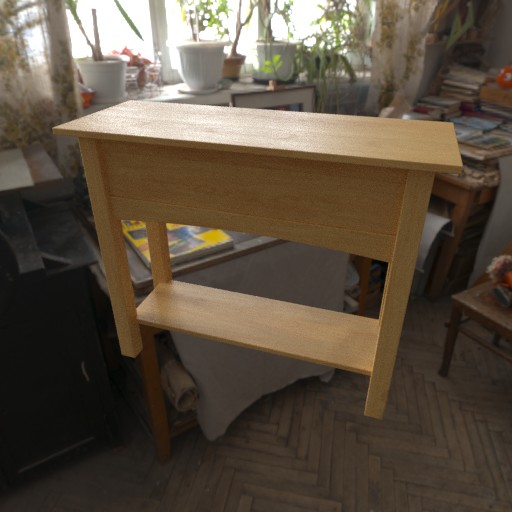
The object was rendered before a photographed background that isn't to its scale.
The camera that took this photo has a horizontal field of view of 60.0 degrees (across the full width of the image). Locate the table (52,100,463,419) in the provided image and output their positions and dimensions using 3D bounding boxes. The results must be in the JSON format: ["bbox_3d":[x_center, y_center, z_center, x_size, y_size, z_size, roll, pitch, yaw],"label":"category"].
[{"bbox_3d":[0.000,0.000,1.244,0.900,0.728,0.340,9,32,16],"label":"table"}]
